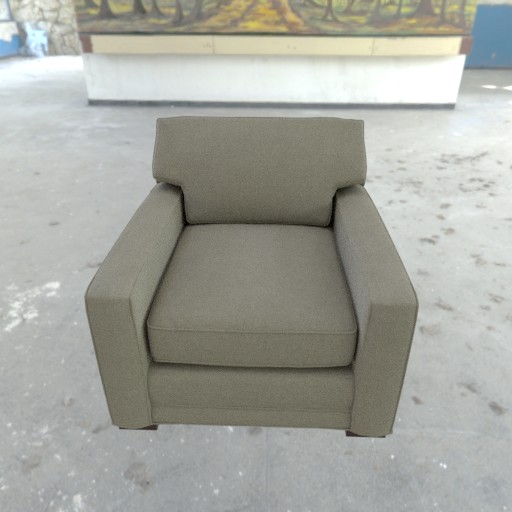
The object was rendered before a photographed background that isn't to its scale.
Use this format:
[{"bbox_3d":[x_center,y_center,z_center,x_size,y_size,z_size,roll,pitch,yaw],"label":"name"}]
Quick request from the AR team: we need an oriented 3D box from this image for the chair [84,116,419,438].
[{"bbox_3d":[0.000,0.000,1.788,0.999,0.934,1.044,1,30,2],"label":"chair"}]
